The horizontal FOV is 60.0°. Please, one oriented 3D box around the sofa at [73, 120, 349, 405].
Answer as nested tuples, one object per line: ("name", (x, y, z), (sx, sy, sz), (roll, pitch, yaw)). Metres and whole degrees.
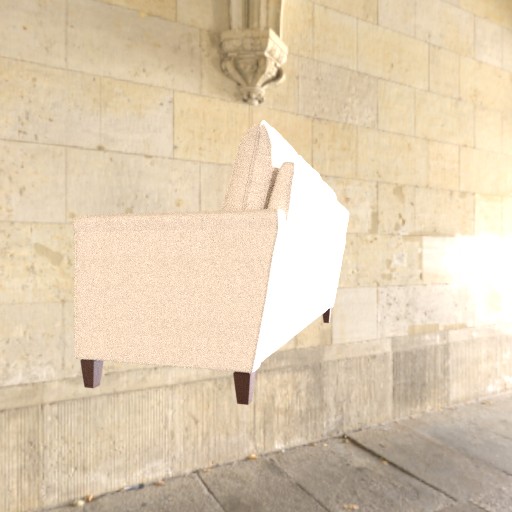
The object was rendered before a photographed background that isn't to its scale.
("sofa", (0.000, 0.000, 2.395), (0.828, 0.961, 1.925), (0, 0, 18))
